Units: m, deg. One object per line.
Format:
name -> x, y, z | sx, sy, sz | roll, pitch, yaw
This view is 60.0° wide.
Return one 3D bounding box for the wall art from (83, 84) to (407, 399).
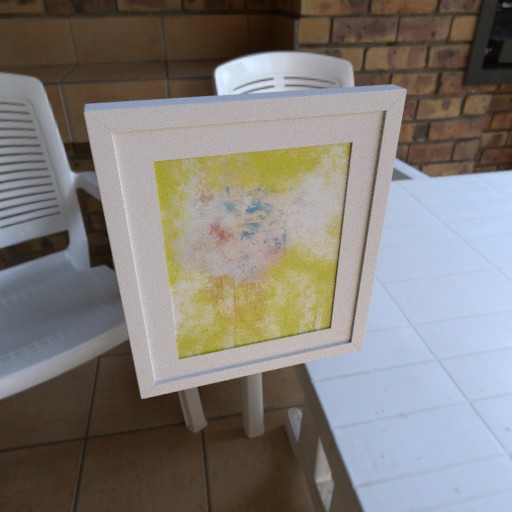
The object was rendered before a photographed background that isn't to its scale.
wall art -> 0.000, 0.000, 0.548 | 0.331, 0.381, 0.028 | -9, 33, -14
